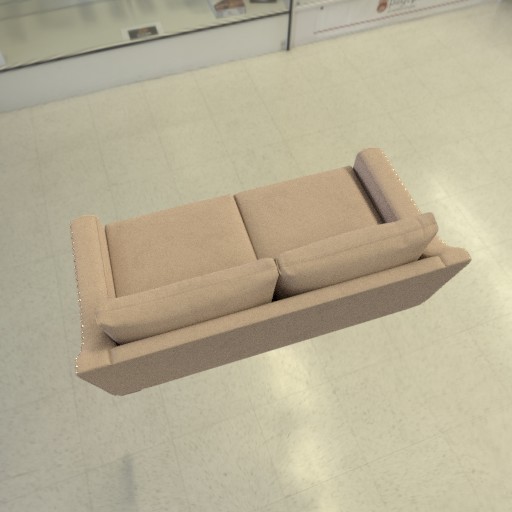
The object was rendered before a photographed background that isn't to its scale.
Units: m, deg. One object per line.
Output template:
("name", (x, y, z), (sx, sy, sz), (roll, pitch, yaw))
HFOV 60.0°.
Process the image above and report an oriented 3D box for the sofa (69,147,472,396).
("sofa", (0.000, 0.000, 2.578), (1.967, 0.901, 1.030), (-15, 60, -9))
